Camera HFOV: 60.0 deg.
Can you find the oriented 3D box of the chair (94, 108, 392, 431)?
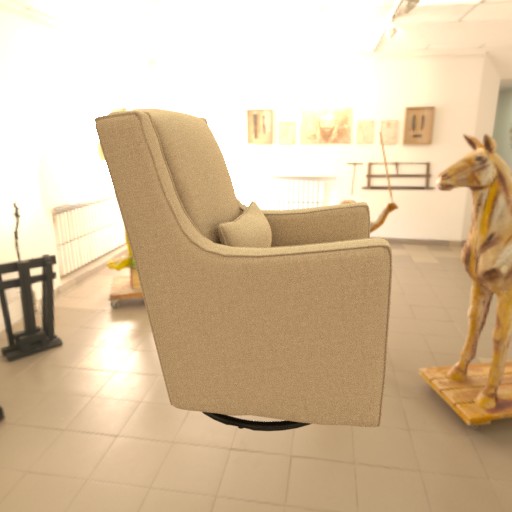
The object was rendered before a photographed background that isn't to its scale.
[{"bbox_3d":[0.000,0.000,1.572,0.879,0.993,0.732,2,16,8],"label":"chair"}]
